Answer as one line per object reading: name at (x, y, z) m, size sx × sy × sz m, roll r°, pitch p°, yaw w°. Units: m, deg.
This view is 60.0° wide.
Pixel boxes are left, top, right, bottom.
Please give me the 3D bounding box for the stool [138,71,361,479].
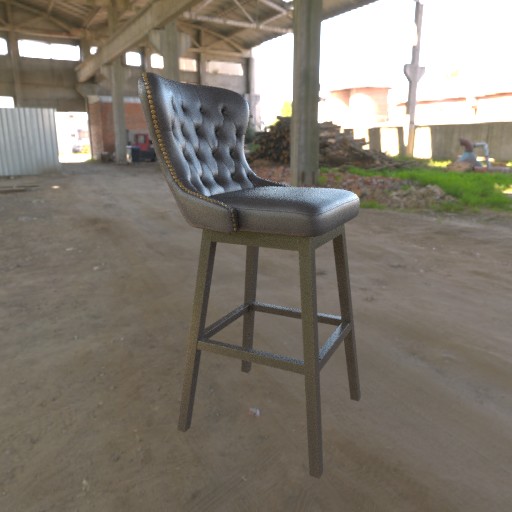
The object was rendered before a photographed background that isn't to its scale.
stool at (0.000, 0.000, 1.367) m, size 0.601 × 1.050 × 0.528 m, roll 7°, pitch 16°, yaw 26°
